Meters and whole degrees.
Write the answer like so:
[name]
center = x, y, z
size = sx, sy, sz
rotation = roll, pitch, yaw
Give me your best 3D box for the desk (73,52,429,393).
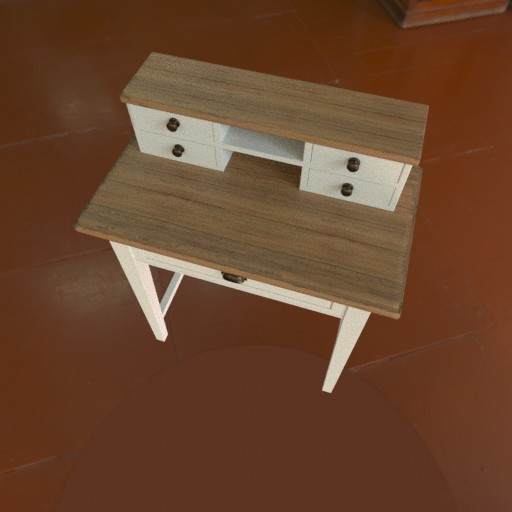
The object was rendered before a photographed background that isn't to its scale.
[desk]
center = 0.000, 0.000, 1.403
size = 0.814, 0.981, 0.462
rotation = 15, 58, 9
